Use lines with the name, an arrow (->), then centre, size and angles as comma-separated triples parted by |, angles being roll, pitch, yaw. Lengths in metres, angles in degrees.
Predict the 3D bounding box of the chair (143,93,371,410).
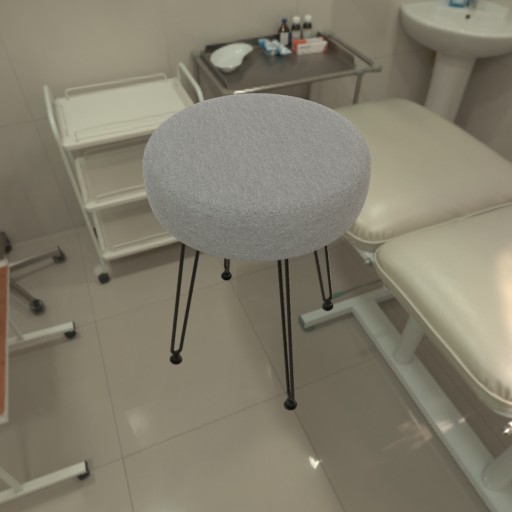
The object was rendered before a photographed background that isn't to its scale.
chair -> 0.000, 0.000, 0.726 | 0.350, 0.440, 0.350 | -17, 48, -16
